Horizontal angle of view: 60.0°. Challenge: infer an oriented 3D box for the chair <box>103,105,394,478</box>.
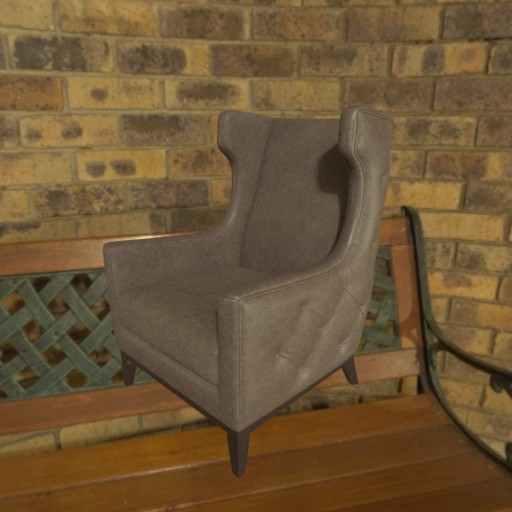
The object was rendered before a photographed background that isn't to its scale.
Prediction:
[{"bbox_3d":[0.000,0.000,1.689,0.899,1.079,0.769,-15,22,-42],"label":"chair"}]
